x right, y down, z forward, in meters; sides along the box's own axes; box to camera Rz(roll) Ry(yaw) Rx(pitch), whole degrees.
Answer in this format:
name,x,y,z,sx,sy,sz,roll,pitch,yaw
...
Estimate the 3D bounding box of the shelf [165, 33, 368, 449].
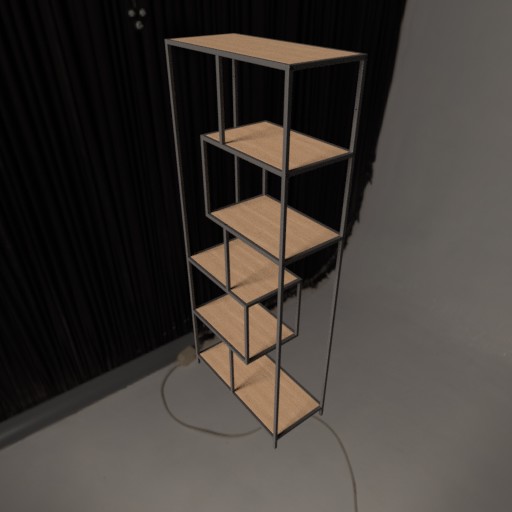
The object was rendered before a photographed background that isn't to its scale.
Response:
name,x,y,z,sx,sy,sz,roll,pitch,yaw
shelf,0.000,0.000,2.142,0.350,1.850,0.770,-23,39,-31
